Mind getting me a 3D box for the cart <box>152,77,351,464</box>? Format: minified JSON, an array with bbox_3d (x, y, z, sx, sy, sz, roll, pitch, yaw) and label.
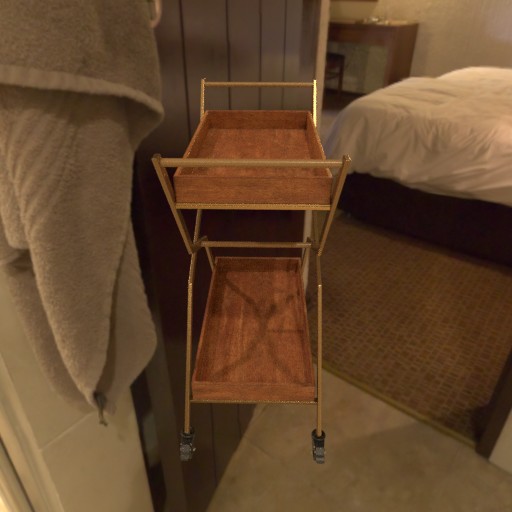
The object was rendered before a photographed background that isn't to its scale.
[{"bbox_3d":[0.000,0.000,1.337,0.405,0.869,0.836,1,32,1],"label":"cart"}]
